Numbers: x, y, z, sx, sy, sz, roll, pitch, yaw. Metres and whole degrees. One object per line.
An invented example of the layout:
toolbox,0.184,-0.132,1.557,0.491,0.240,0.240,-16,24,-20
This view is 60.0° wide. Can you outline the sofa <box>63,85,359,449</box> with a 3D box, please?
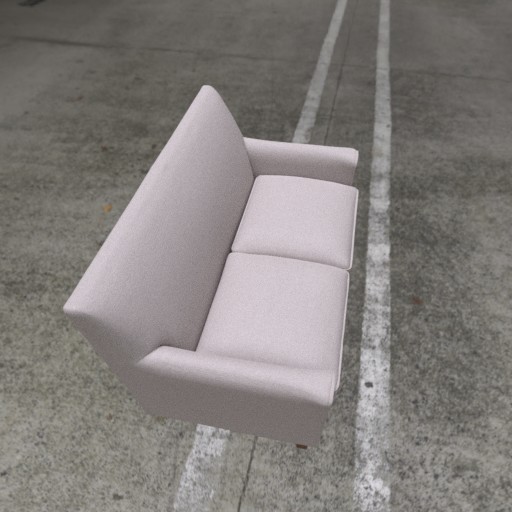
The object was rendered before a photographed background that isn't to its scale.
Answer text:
sofa,0.000,0.000,2.080,0.888,0.890,1.482,9,48,8
